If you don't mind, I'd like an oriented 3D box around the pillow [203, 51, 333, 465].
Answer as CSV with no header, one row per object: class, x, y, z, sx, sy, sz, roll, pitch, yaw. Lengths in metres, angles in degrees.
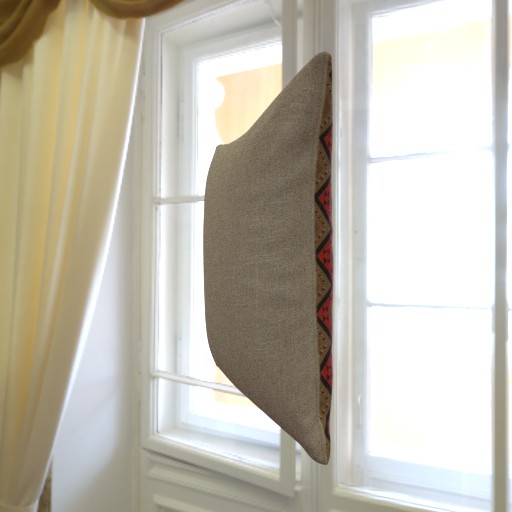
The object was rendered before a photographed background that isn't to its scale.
pillow,0.000,0.000,0.782,0.158,0.511,0.513,0,0,-19
